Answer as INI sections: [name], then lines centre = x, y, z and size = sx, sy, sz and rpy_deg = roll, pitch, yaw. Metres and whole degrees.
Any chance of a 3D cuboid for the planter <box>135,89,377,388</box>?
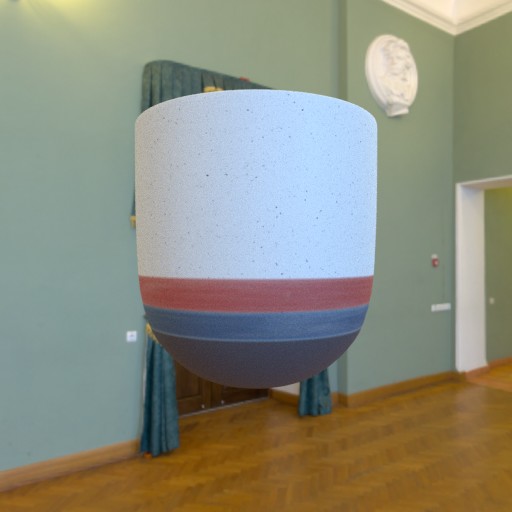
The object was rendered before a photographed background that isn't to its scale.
[planter]
centre = 0.000, 0.000, 0.386
size = 0.204, 0.214, 0.204
rpy_deg = 0, 0, 0
